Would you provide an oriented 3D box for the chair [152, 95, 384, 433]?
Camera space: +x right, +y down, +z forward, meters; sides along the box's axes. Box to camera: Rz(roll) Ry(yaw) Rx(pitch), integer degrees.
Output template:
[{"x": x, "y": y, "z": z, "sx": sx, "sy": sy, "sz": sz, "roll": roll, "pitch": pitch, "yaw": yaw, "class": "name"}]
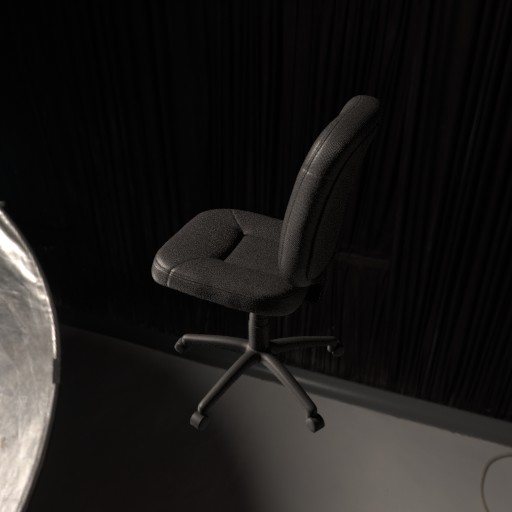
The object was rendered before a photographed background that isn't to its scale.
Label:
[{"x": 0.000, "y": 0.000, "z": 1.386, "sx": 0.646, "sy": 0.959, "sz": 0.647, "roll": 10, "pitch": 32, "yaw": 17, "class": "chair"}]
